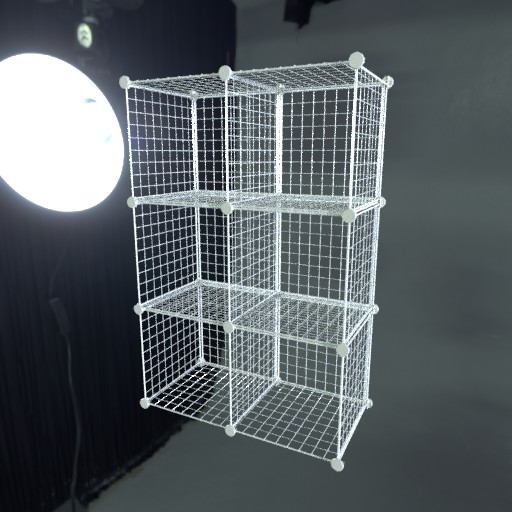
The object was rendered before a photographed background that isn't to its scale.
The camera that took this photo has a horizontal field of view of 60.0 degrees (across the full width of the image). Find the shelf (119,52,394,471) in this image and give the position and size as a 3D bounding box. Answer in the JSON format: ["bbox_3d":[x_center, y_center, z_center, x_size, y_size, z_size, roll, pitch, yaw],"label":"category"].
[{"bbox_3d":[0.000,0.000,1.401,0.711,1.067,0.356,7,14,26],"label":"shelf"}]
